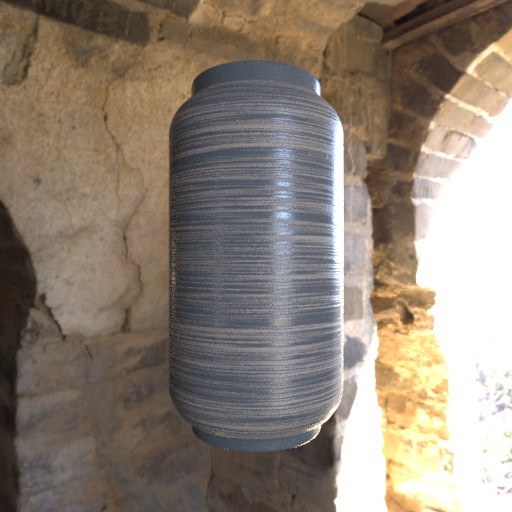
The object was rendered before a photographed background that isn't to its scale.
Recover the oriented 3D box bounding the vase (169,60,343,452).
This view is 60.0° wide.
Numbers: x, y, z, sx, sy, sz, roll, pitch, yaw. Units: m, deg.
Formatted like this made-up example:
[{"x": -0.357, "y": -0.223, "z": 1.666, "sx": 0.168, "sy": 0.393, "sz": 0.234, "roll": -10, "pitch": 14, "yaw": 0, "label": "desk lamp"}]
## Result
[{"x": 0.000, "y": 0.000, "z": 0.301, "sx": 0.116, "sy": 0.230, "sz": 0.116, "roll": 0, "pitch": 0, "yaw": 0, "label": "vase"}]
